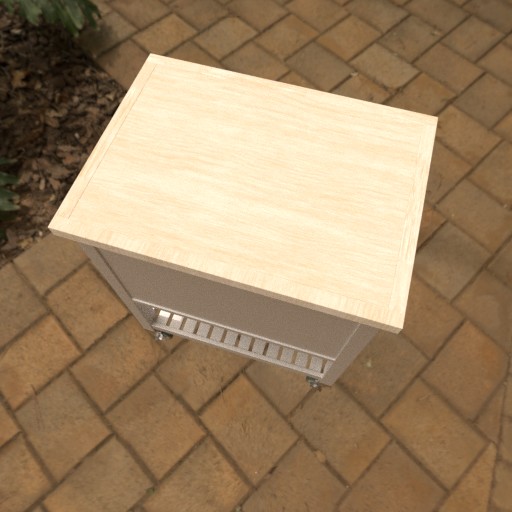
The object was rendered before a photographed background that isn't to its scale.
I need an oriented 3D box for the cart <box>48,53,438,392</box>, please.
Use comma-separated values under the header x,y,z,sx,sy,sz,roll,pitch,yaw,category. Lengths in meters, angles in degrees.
x,y,z,sx,sy,sz,roll,pitch,yaw,category
0.000,0.000,1.427,0.762,0.914,0.559,15,65,7,cart
